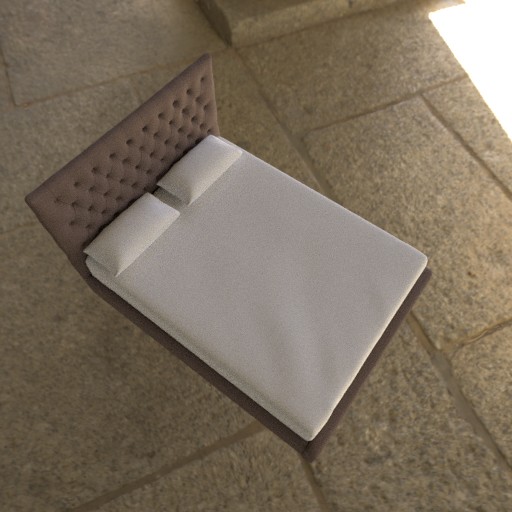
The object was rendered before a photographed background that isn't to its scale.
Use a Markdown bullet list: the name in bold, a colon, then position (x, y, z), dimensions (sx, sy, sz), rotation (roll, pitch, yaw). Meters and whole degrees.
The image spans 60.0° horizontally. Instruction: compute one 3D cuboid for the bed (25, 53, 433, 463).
- **bed**: position (0.000, 0.000, 3.231), dimensions (2.233, 1.426, 1.696), rotation (33, 66, 17)
